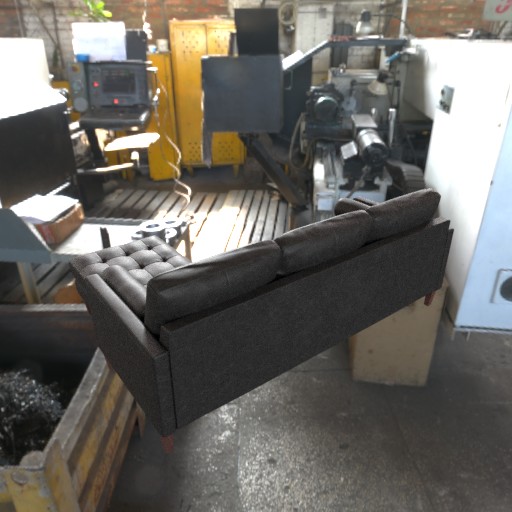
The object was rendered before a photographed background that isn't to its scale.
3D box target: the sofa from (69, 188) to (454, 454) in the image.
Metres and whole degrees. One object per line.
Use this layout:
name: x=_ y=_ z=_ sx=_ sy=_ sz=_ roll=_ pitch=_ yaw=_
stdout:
sofa: x=0.000 y=0.000 z=2.936 sx=2.178 sy=0.876 sz=1.497 roll=-19 pitch=32 yaw=-33
